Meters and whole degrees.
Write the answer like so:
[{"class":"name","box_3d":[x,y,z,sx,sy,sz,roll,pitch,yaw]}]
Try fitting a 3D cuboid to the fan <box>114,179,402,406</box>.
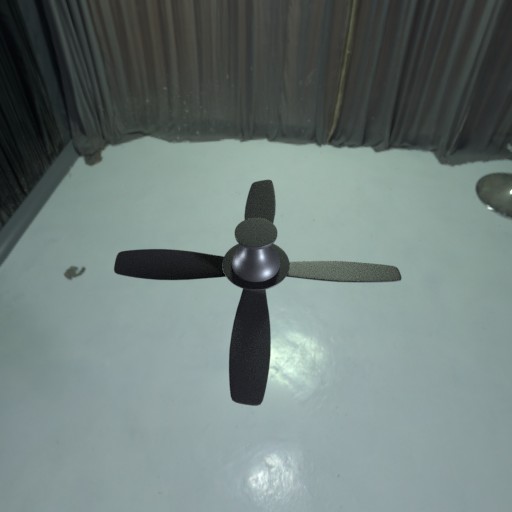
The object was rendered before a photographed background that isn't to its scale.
[{"class":"fan","box_3d":[0.000,0.000,2.555,1.694,0.382,1.694,2,47,2]}]
